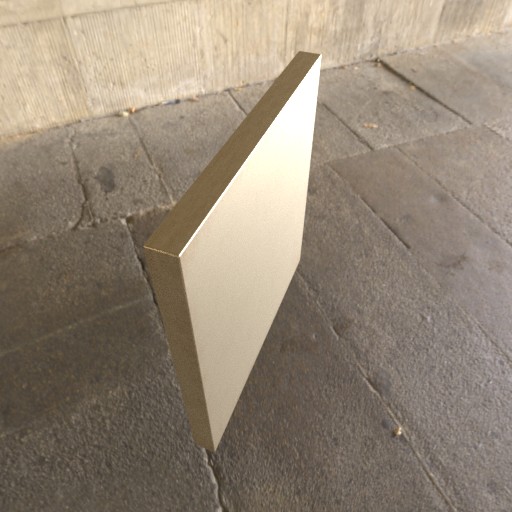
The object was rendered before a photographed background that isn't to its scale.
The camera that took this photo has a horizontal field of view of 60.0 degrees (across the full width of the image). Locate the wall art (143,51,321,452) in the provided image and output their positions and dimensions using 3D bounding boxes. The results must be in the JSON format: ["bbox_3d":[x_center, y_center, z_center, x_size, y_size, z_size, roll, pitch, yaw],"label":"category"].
[{"bbox_3d":[0.000,0.000,0.771,0.040,0.506,0.503,16,48,15],"label":"wall art"}]
